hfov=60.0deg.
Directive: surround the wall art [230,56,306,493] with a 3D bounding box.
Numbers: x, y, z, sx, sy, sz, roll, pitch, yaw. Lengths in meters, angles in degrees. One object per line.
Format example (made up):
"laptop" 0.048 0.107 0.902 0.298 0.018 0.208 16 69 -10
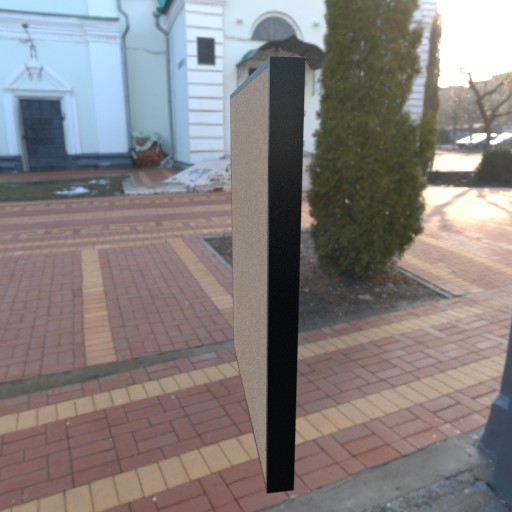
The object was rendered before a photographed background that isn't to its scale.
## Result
"wall art" 0.000 0.000 0.749 0.038 0.551 0.448 -2 15 -8
